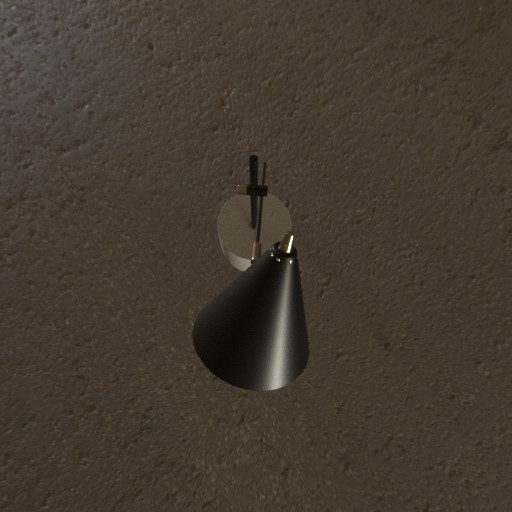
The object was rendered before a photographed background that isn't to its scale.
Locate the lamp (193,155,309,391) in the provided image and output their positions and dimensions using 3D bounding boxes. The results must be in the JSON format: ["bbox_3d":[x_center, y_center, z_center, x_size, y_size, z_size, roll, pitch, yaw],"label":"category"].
[{"bbox_3d":[0.000,0.000,0.720,0.214,0.518,0.403,14,75,4],"label":"lamp"}]
